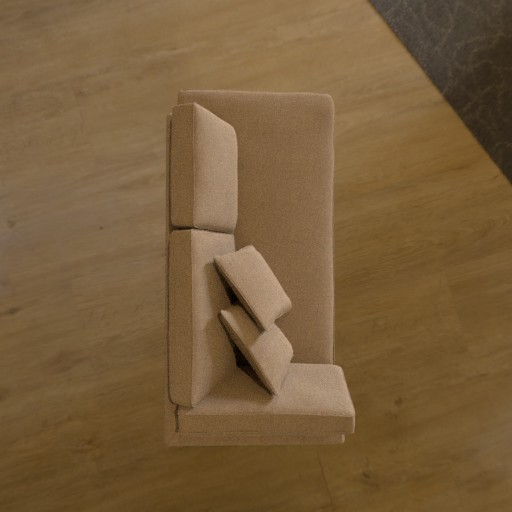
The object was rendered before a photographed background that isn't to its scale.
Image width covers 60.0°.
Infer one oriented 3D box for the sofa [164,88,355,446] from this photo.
[{"bbox_3d":[0.000,0.000,2.926,1.110,1.019,2.238,0,88,-1],"label":"sofa"}]
